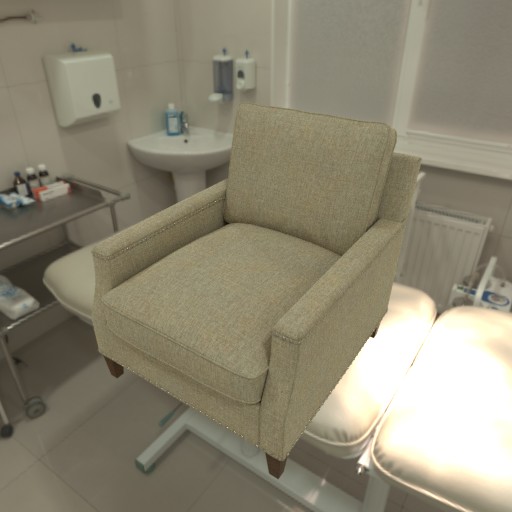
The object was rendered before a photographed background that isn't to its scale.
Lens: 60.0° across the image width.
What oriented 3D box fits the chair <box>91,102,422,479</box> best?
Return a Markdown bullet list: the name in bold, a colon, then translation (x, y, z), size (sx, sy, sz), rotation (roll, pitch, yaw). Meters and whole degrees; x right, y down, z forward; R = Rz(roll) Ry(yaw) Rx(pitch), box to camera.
- **chair**: translation (0.000, 0.000, 1.691), size (0.853, 0.943, 1.014), rotation (19, 36, 29)
